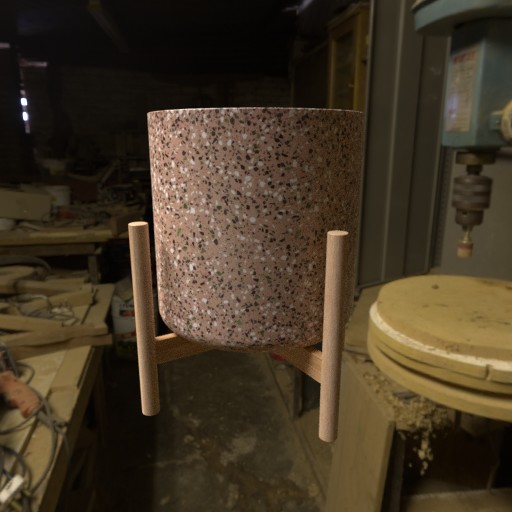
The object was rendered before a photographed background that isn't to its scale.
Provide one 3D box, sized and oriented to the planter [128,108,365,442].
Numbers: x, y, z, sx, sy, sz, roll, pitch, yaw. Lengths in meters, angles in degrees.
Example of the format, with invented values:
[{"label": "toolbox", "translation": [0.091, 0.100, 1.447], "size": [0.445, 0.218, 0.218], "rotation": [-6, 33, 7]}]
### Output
[{"label": "planter", "translation": [0.000, 0.000, 0.689], "size": [0.360, 0.419, 0.360], "rotation": [-3, 15, -9]}]
